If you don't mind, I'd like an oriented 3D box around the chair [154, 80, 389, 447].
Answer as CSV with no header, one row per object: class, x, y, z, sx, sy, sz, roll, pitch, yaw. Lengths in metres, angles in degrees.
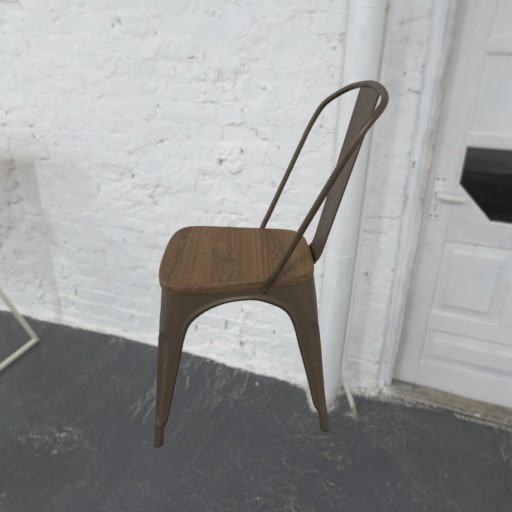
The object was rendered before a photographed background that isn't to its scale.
chair,0.000,0.000,1.146,0.532,0.844,0.451,-1,25,-2
